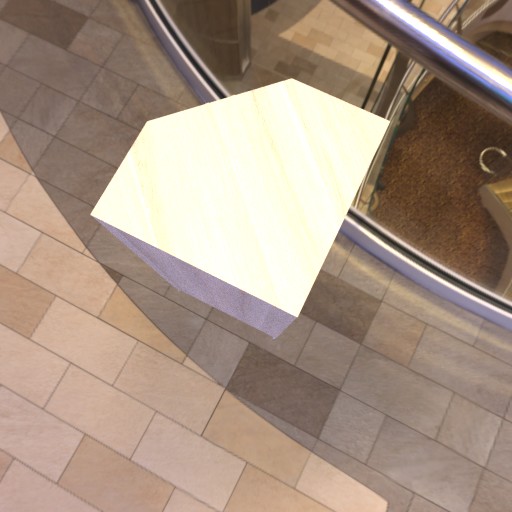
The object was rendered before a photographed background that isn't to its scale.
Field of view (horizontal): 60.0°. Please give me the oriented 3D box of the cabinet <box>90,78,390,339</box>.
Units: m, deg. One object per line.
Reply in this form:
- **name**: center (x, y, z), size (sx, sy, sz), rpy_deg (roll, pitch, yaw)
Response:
- **cabinet**: center (0.000, 0.000, 2.708), size (1.272, 1.957, 0.969), rpy_deg (-18, 78, -4)
